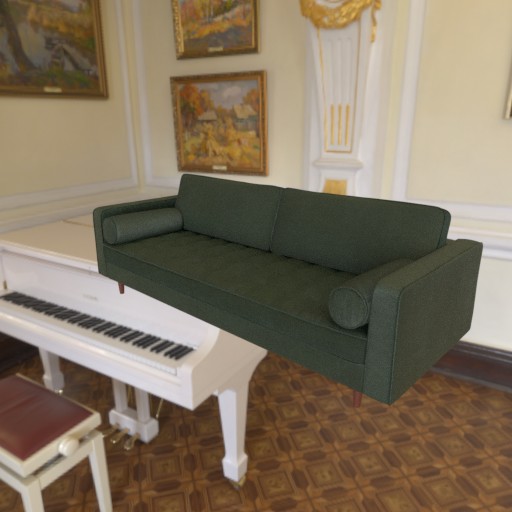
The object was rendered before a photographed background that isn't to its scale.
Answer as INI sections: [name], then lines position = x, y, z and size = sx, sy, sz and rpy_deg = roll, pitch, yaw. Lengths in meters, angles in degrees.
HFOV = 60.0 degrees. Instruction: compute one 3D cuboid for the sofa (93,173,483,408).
[sofa]
position = 0.000, 0.000, 2.596
size = 2.199, 0.769, 0.918
rpy_deg = 15, 23, 41
